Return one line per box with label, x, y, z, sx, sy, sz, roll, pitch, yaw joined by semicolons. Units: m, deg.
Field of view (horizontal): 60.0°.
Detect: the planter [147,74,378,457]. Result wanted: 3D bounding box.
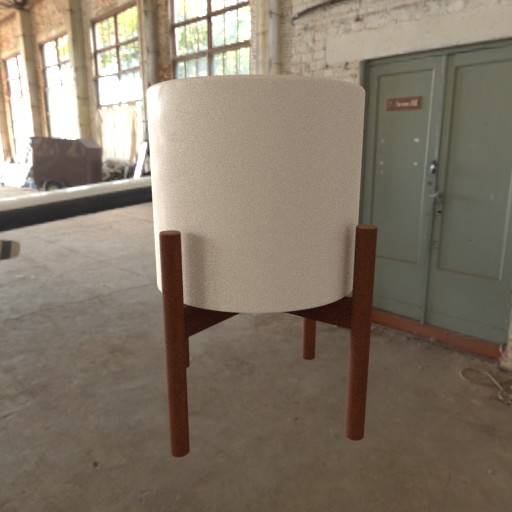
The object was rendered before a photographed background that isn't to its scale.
planter;0.000;0.000;0.508;0.224;0.358;0.224;-2;14;-8
